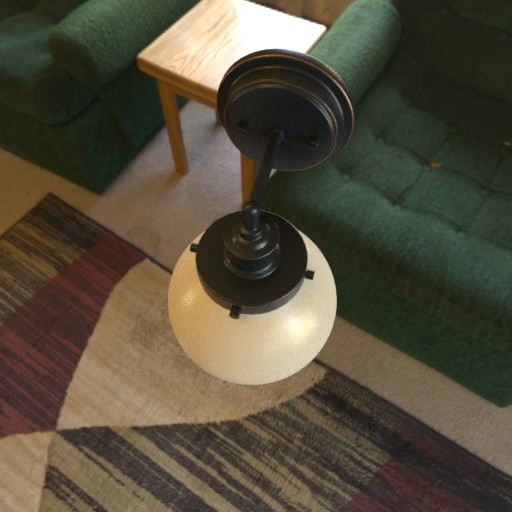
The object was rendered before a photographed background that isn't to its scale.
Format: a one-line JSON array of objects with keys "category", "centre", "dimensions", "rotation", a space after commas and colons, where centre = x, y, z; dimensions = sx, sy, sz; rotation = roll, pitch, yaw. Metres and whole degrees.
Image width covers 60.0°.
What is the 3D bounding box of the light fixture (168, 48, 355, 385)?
[{"category": "light fixture", "centre": [0.000, 0.000, 0.471], "dimensions": [0.197, 0.332, 0.230], "rotation": [13, 60, 8]}]
